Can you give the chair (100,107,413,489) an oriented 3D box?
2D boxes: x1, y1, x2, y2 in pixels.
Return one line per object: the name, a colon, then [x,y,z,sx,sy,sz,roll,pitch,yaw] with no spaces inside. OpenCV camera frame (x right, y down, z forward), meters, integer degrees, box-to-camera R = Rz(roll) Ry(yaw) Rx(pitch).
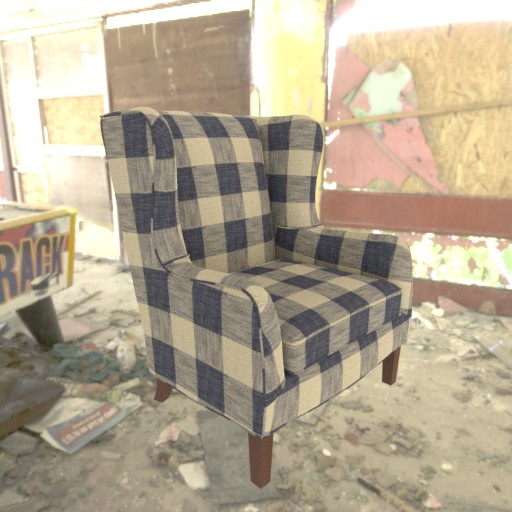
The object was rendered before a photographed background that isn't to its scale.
chair: [0.000,0.000,1.636,0.889,1.041,0.830,15,21,43]
